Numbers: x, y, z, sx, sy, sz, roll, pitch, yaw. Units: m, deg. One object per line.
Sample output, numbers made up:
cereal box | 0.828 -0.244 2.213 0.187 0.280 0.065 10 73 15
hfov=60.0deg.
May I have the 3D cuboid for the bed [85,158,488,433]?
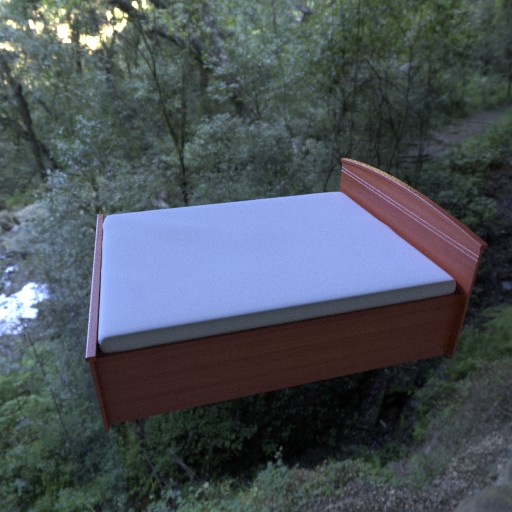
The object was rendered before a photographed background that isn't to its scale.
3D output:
bed | 0.000 0.000 2.960 2.053 0.848 1.683 -8 29 -14
